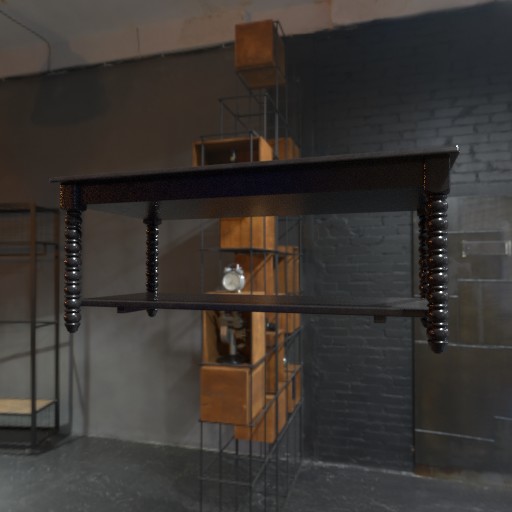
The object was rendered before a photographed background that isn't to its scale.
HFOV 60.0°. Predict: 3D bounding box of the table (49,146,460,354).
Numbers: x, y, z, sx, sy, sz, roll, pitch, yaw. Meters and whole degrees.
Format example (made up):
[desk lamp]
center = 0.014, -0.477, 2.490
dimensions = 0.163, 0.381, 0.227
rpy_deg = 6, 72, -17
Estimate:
[table]
center = 0.000, 0.000, 1.462
dimensions = 1.171, 0.487, 0.580
rpy_deg = 0, -2, 18
